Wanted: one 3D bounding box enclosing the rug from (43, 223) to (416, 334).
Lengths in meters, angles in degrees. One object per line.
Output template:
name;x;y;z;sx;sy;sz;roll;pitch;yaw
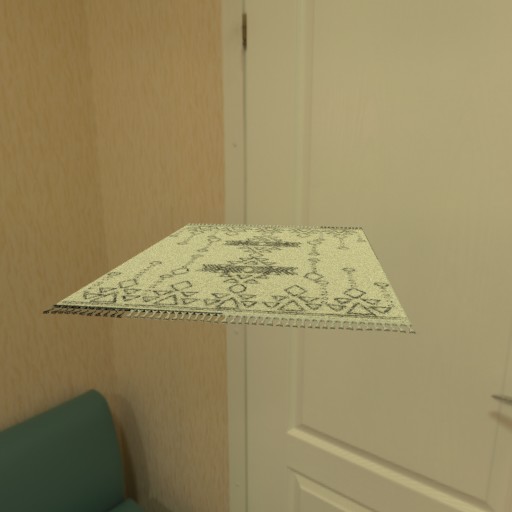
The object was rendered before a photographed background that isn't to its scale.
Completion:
rug;0.000;0.000;2.970;1.600;0.013;2.312;2;14;8
